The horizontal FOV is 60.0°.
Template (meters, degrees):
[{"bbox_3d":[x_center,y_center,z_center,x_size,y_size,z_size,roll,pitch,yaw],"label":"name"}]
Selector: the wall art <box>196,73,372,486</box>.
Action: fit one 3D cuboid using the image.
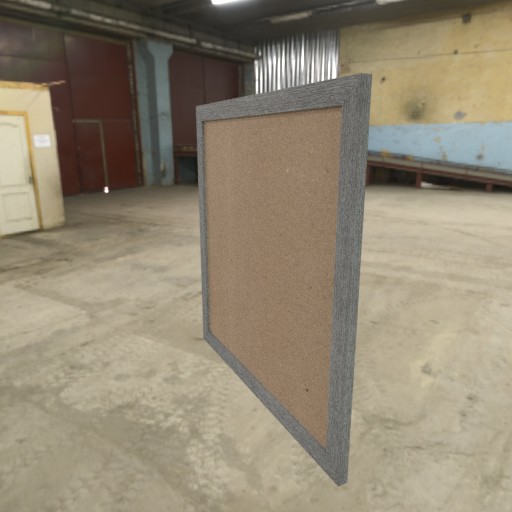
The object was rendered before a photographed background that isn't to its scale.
[{"bbox_3d":[0.000,0.000,1.000,0.020,0.685,0.685,-7,16,-26],"label":"wall art"}]
